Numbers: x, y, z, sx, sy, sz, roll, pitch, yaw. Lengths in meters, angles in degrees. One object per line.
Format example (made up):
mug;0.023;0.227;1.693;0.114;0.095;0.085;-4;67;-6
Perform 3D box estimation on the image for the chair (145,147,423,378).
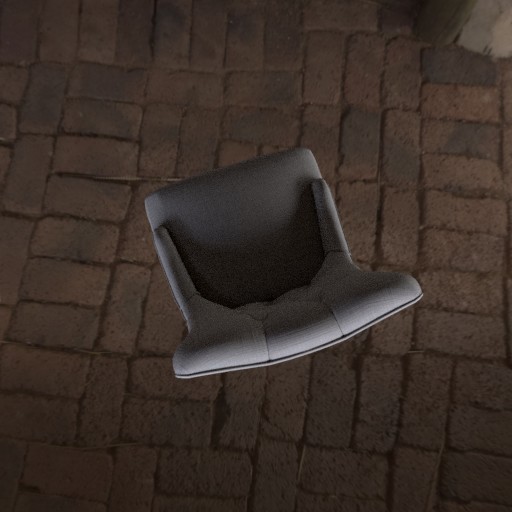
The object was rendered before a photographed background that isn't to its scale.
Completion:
chair;0.000;0.000;1.207;0.509;0.874;0.565;-18;77;-4
